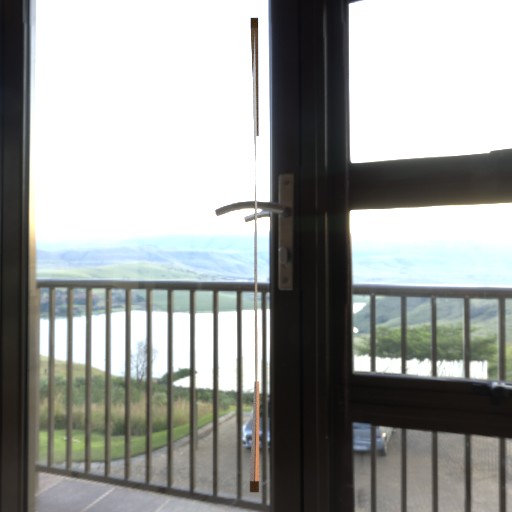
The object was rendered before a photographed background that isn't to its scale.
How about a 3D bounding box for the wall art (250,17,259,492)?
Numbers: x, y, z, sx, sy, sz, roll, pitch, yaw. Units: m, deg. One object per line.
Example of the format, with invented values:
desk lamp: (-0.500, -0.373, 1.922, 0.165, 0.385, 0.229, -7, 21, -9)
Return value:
wall art: (0.000, 0.000, 0.675, 0.010, 0.507, 0.404, 0, -1, 0)
